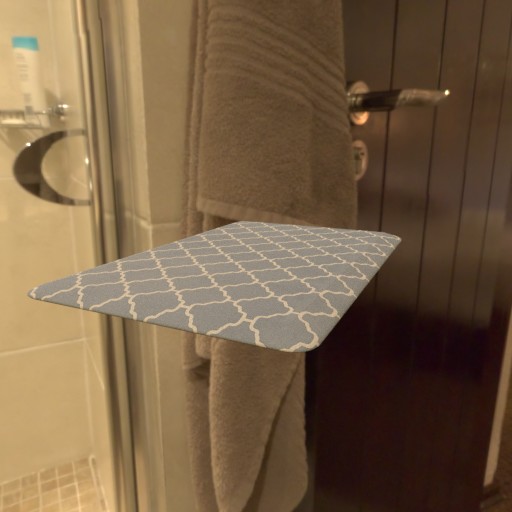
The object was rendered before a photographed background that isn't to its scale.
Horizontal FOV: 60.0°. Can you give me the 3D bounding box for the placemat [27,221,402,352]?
[{"bbox_3d":[0.000,0.000,0.954,0.508,0.021,0.762,7,15,25],"label":"placemat"}]
